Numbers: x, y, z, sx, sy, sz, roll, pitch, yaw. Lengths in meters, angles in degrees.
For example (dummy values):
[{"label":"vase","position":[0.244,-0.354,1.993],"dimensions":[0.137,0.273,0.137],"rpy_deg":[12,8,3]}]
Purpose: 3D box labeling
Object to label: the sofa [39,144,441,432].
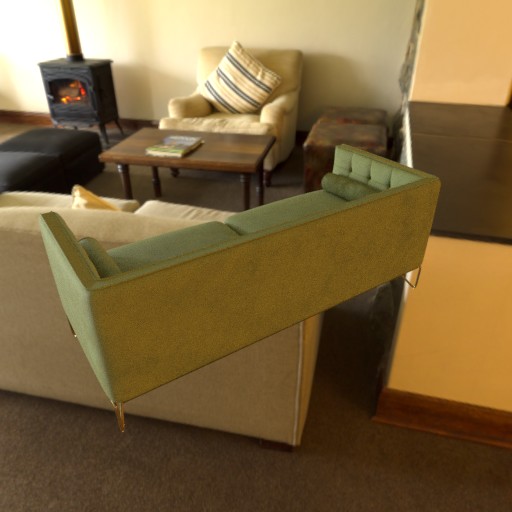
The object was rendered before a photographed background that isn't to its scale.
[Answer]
[{"label":"sofa","position":[0.000,0.000,2.585],"dimensions":[2.087,0.789,0.867],"rpy_deg":[-19,36,-29]}]
